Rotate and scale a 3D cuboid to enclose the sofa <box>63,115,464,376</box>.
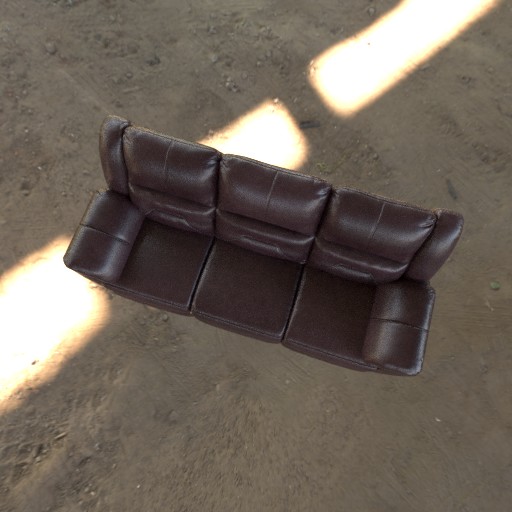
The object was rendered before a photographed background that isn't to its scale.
[{"bbox_3d":[0.000,0.000,2.920,2.337,1.043,0.991,17,76,4],"label":"sofa"}]
